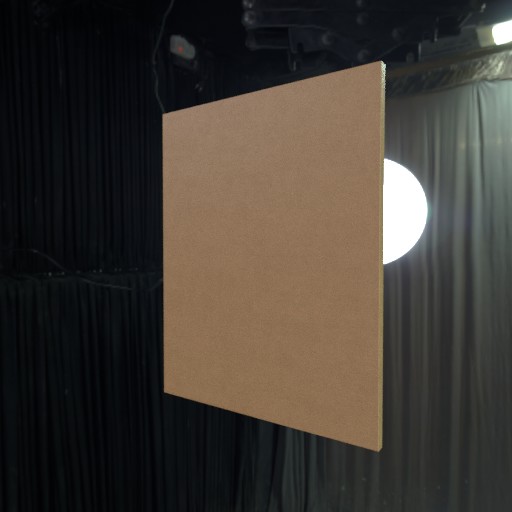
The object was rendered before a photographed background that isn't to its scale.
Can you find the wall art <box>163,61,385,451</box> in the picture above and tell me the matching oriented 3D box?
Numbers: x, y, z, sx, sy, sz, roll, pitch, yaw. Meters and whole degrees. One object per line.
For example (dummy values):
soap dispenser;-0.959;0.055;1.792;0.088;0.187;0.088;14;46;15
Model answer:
wall art;0.000;0.000;1.378;0.798;1.002;0.030;1;2;35
